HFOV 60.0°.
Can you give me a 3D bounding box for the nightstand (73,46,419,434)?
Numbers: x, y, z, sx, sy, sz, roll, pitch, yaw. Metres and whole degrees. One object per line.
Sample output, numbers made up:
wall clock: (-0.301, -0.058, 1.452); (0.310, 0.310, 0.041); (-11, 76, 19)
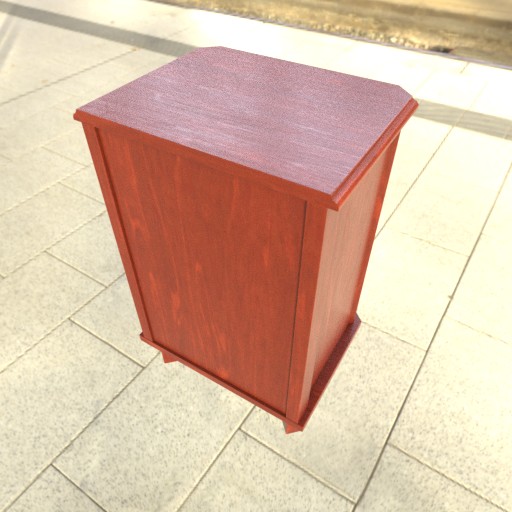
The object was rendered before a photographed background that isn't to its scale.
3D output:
nightstand: (0.000, 0.000, 0.921); (0.435, 0.681, 0.351); (23, 48, 22)
